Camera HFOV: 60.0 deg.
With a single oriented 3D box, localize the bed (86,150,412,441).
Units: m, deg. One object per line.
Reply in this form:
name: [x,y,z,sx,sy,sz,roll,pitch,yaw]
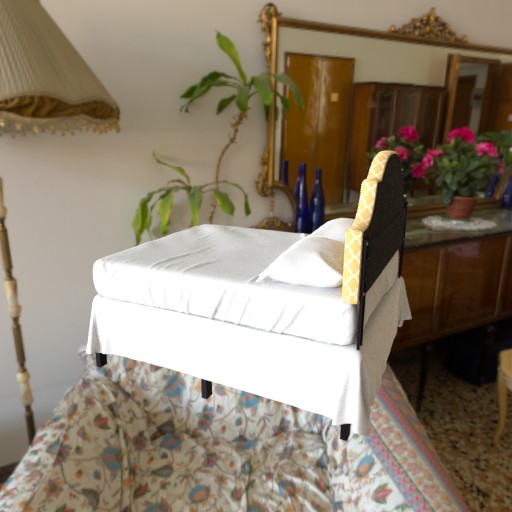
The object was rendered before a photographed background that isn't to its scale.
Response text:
bed: [0.000,0.000,3.465,2.222,1.633,1.780,7,17,25]
